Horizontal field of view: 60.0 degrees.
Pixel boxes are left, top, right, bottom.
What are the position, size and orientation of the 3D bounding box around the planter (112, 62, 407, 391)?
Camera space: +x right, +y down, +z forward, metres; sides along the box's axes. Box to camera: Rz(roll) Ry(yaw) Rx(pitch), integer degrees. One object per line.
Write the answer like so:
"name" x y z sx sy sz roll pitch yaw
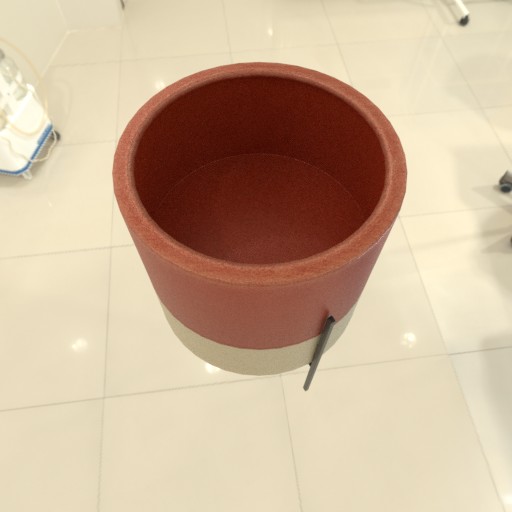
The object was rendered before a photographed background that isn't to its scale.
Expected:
"planter" 0.000 0.000 0.715 0.354 0.465 0.345 0 59 0
